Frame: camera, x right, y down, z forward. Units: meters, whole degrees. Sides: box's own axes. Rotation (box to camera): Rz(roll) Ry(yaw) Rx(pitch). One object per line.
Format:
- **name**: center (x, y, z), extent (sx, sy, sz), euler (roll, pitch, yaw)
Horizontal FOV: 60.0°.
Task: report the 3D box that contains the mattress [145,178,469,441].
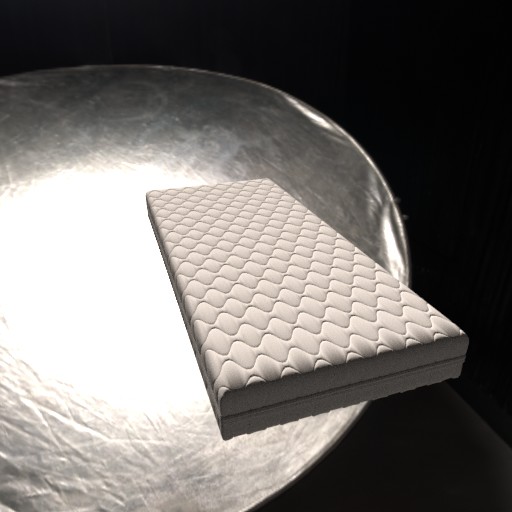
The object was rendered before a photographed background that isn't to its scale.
- **mattress**: center (0.000, 0.000, 2.287), extent (0.900, 0.200, 2.000), euler (-9, 28, -17)
